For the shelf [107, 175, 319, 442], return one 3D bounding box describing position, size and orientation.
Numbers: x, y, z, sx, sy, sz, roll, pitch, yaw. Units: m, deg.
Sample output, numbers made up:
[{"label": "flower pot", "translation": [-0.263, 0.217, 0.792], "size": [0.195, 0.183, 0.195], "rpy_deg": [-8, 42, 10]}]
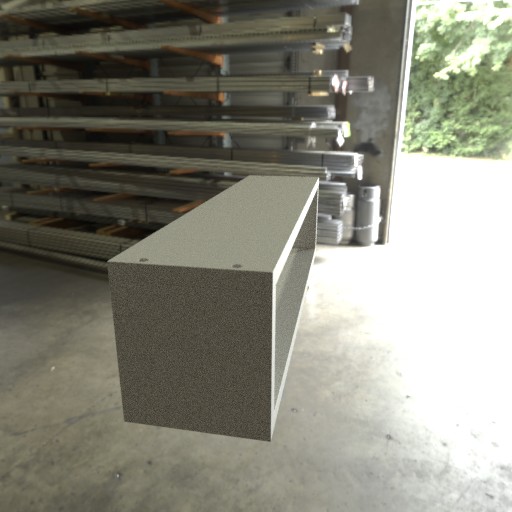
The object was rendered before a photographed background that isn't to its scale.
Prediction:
[{"label": "shelf", "translation": [0.000, 0.000, 0.692], "size": [0.150, 0.170, 0.610], "rpy_deg": [3, 18, 11]}]
